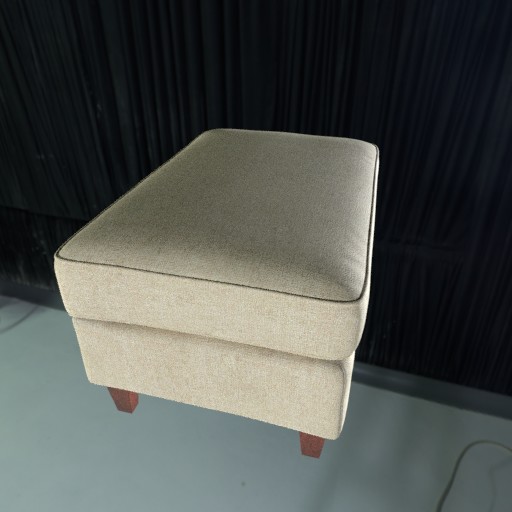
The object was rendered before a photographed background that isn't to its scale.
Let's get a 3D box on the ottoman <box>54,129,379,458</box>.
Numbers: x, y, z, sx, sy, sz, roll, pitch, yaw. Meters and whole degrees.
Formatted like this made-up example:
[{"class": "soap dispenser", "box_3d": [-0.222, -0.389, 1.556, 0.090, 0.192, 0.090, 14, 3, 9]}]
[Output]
[{"class": "ottoman", "box_3d": [0.000, 0.000, 1.196, 0.583, 0.484, 0.862, 8, 32, 12]}]
